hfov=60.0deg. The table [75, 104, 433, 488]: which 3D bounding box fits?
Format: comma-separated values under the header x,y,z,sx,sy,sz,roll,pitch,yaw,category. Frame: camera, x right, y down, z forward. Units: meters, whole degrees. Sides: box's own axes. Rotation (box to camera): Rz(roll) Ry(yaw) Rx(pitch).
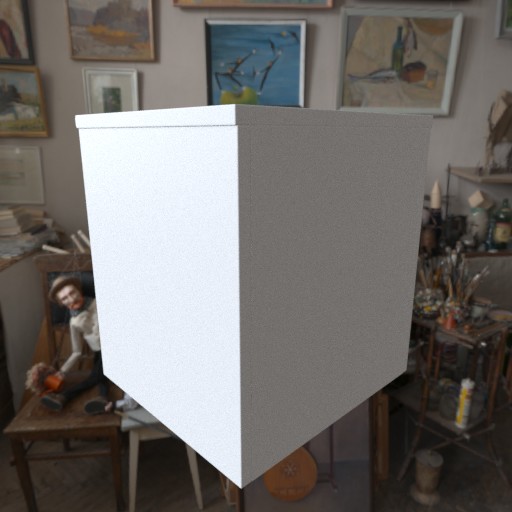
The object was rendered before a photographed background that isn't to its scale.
x,y,z,sx,sy,sz,roll,pitch,yaw,category
0.000,0.000,0.761,0.420,0.460,0.380,-14,21,-42,table
